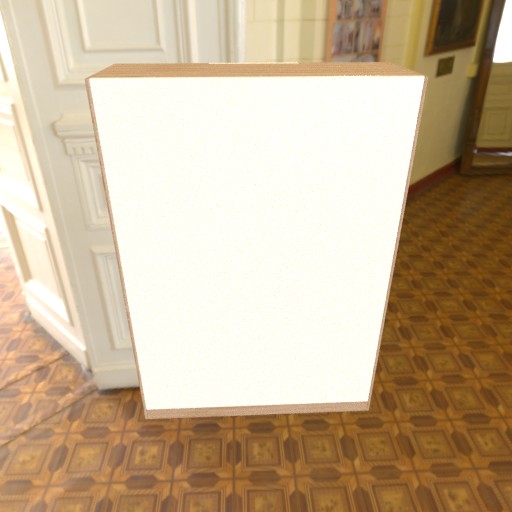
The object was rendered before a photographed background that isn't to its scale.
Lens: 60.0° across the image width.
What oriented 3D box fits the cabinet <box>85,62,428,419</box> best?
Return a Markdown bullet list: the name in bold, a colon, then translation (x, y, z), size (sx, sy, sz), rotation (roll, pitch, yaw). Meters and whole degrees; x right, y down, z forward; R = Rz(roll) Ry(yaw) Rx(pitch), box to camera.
- **cabinet**: translation (0.000, 0.000, 2.709), size (1.500, 2.120, 0.590), rotation (-1, 30, -2)
